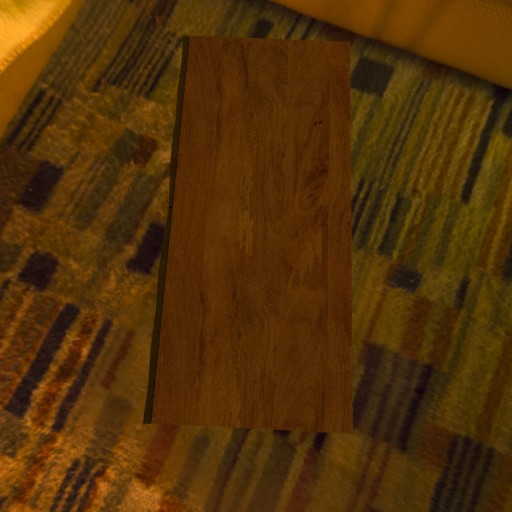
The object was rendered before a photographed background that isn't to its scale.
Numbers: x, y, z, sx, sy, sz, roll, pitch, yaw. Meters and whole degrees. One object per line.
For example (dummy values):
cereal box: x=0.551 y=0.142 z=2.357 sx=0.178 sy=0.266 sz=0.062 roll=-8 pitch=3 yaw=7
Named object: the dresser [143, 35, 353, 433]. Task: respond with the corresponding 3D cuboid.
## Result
dresser: x=0.000 y=0.000 z=1.447 sx=0.446 sy=0.847 sz=0.967 roll=3 pitch=76 yaw=1
